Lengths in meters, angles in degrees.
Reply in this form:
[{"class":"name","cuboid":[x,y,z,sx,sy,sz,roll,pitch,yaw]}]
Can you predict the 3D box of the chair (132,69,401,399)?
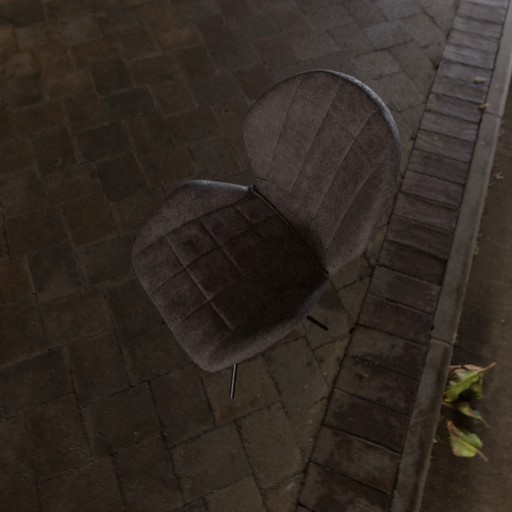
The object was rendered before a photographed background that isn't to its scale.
[{"class":"chair","cuboid":[0.000,0.000,1.306,0.640,0.934,0.527,-32,68,-15]}]
